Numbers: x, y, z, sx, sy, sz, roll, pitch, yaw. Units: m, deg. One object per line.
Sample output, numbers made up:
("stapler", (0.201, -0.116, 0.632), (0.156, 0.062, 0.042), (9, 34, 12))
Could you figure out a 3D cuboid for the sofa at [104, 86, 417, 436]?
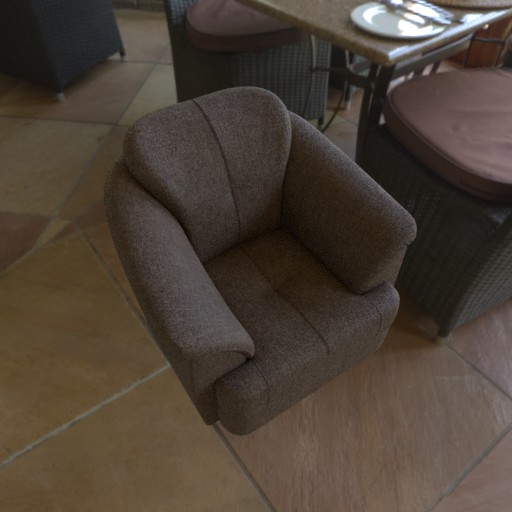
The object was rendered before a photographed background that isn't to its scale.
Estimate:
("sofa", (0.000, 0.000, 1.492), (0.870, 0.811, 0.794), (-26, 51, -22))
